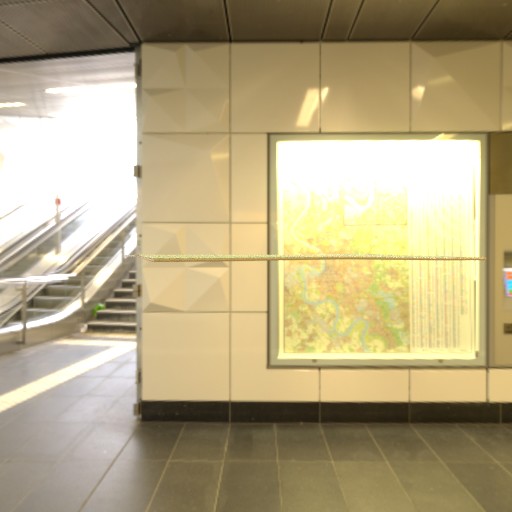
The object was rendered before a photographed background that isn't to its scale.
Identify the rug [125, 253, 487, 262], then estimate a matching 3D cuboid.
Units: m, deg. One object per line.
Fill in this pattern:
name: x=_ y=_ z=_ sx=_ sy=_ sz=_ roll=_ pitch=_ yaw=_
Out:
rug: x=0.000 y=0.000 z=2.975 sx=1.593 sy=0.029 sz=2.305 roll=0 pitch=0 yaw=-19
